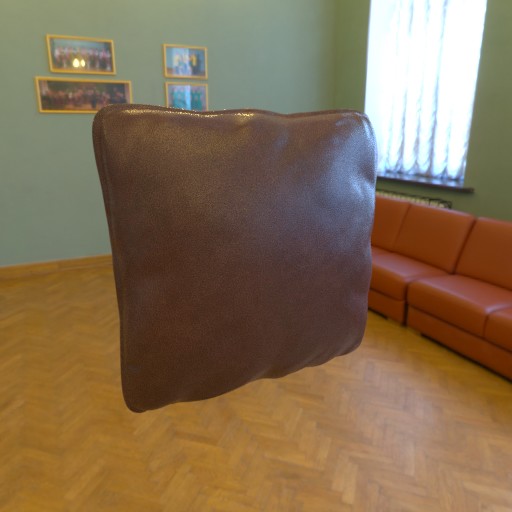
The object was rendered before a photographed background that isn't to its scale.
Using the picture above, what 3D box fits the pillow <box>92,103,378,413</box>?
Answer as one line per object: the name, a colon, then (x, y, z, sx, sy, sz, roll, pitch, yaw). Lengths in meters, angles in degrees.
pillow: (0.000, 0.000, 0.817, 0.532, 0.523, 0.236, -8, 18, -26)
